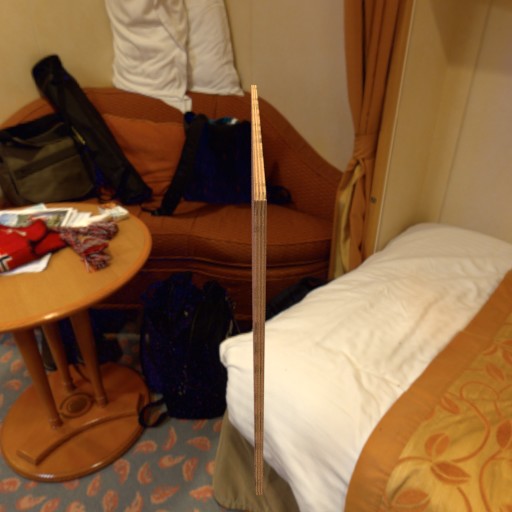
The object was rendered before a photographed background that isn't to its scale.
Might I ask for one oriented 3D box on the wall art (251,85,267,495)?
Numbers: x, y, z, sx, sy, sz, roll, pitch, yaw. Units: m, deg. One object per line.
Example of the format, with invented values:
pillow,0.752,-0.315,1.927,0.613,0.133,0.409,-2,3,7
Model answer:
wall art,0.000,0.000,0.679,0.010,0.408,0.508,0,31,-1
